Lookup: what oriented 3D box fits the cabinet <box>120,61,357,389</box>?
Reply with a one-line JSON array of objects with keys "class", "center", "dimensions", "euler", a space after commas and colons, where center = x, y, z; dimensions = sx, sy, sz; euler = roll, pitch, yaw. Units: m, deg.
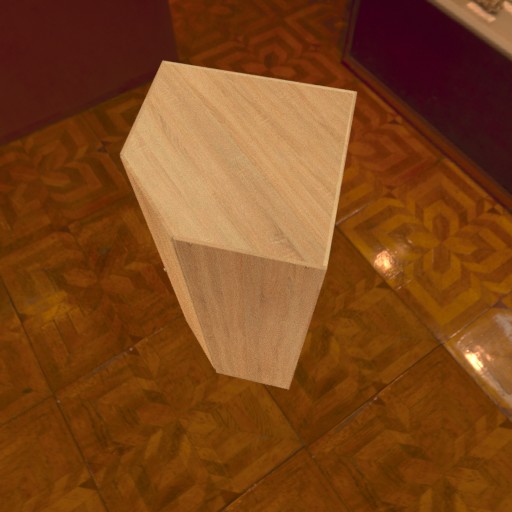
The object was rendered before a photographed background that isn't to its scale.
[{"class": "cabinet", "center": [0.000, 0.000, 2.834], "dimensions": [1.094, 2.120, 1.327], "euler": [-29, 66, -14]}]
